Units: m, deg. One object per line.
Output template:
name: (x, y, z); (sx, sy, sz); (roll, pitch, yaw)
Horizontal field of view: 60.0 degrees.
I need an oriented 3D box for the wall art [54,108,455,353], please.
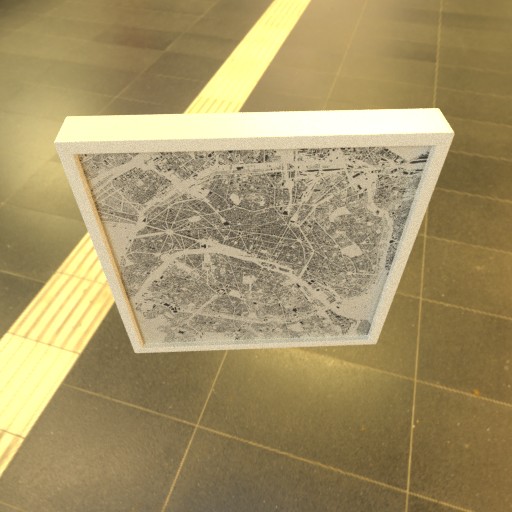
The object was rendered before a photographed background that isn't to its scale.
wall art: (0.000, 0.000, 0.459); (0.305, 0.305, 0.038); (-2, 47, -2)
